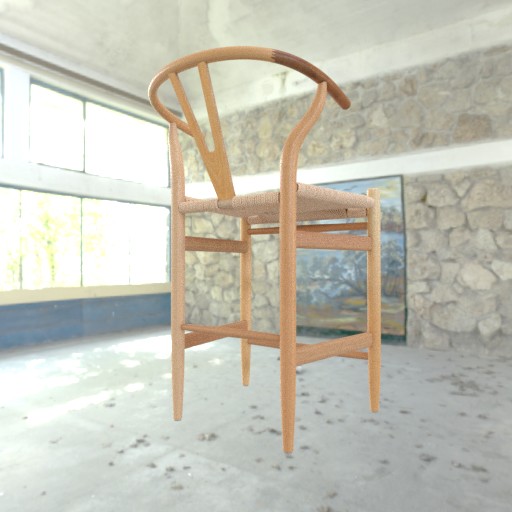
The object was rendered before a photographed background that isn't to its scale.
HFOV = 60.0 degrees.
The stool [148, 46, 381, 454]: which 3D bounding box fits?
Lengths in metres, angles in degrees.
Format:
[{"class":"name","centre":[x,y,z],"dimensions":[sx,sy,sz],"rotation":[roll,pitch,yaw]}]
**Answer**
[{"class":"stool","centre":[0.000,0.000,1.247],"dimensions":[0.536,0.923,0.575],"rotation":[-1,-1,36]}]
